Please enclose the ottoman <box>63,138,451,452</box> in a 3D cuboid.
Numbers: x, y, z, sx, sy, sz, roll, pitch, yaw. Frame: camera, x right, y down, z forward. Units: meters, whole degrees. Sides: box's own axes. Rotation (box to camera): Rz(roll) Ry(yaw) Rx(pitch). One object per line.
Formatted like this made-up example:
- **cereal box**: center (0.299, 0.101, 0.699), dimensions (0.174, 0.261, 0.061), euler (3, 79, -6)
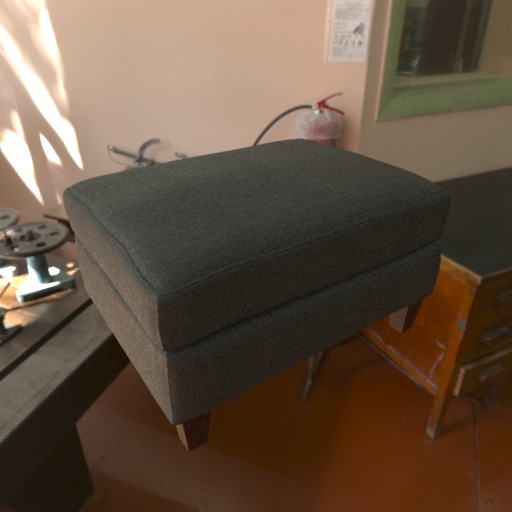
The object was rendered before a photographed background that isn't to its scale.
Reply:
- **ottoman**: center (0.000, 0.000, 1.219), dimensions (0.826, 0.496, 0.639), euler (-19, 35, -30)
